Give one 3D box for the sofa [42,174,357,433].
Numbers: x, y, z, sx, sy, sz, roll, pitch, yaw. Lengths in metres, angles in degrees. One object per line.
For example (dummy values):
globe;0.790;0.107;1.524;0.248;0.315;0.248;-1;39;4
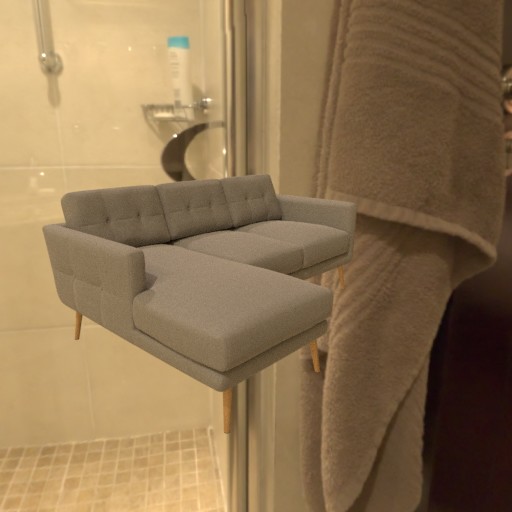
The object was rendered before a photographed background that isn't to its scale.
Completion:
sofa;0.000;0.000;2.810;1.530;0.860;2.040;13;20;40
